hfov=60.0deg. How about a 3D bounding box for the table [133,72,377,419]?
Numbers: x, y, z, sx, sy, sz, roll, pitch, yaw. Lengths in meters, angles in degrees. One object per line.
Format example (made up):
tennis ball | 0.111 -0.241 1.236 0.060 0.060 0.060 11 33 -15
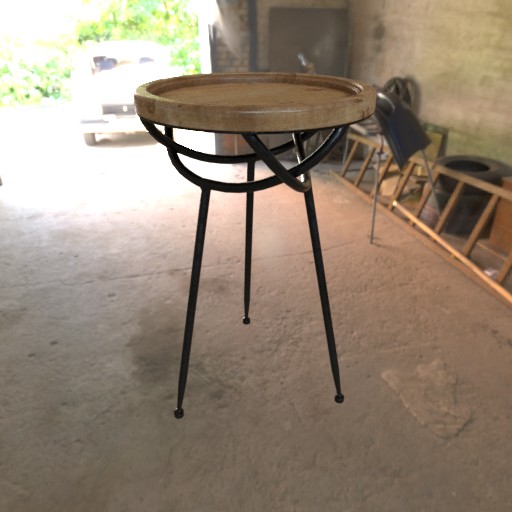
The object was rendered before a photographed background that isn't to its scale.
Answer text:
table | 0.000 0.000 0.918 0.418 0.664 0.414 19 34 31
